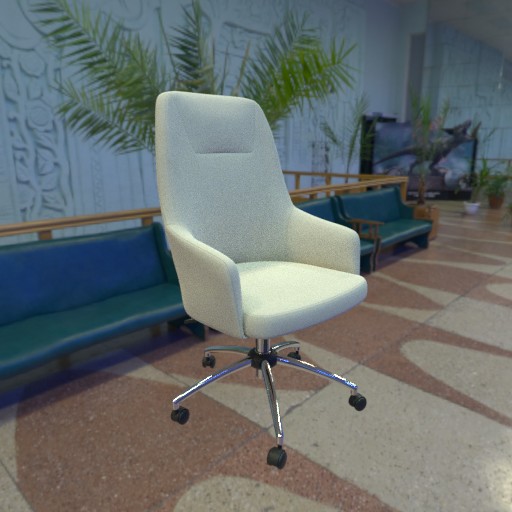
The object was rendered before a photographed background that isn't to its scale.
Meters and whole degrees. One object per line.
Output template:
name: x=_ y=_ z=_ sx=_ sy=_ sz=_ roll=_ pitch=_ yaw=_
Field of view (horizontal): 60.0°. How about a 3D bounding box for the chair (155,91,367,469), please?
chair: x=0.000 y=0.000 z=1.469 sx=0.620 sy=1.049 sz=0.640 roll=-13 pitch=19 yaw=-42
